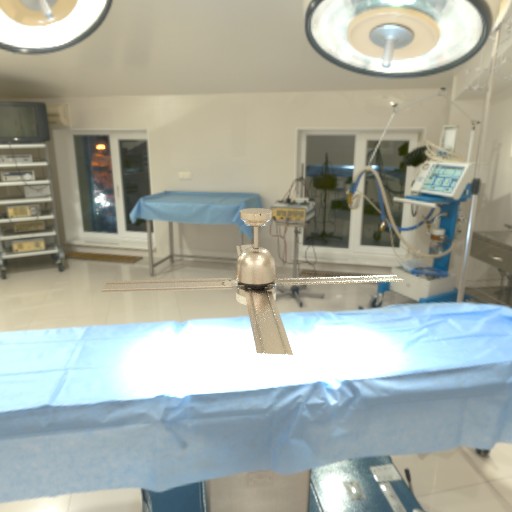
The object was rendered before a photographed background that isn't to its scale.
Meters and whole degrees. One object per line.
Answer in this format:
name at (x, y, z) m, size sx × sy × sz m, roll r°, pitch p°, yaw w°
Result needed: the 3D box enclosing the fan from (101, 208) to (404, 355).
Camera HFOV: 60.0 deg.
fan at (0.000, 0.000, 1.977) m, size 1.346 × 0.406 × 1.346 m, roll -2°, pitch 16°, yaw -6°
